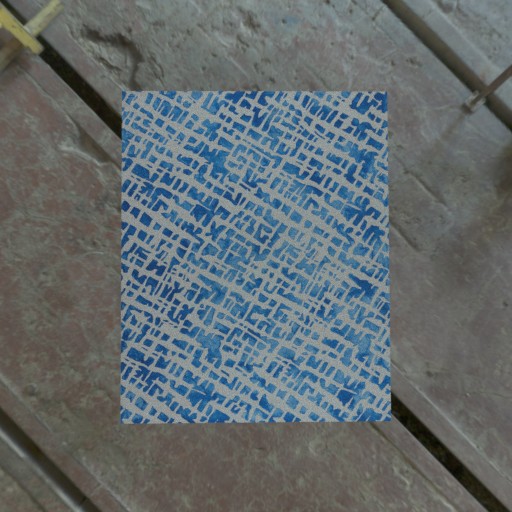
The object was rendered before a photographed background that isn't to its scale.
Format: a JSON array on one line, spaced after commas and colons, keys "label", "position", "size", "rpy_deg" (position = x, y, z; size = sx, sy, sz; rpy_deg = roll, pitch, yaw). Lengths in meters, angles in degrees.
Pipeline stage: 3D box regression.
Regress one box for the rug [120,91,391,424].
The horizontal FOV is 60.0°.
[{"label": "rug", "position": [0.000, 0.000, 4.015], "size": [2.435, 0.007, 3.007], "rpy_deg": [0, 89, -1]}]
